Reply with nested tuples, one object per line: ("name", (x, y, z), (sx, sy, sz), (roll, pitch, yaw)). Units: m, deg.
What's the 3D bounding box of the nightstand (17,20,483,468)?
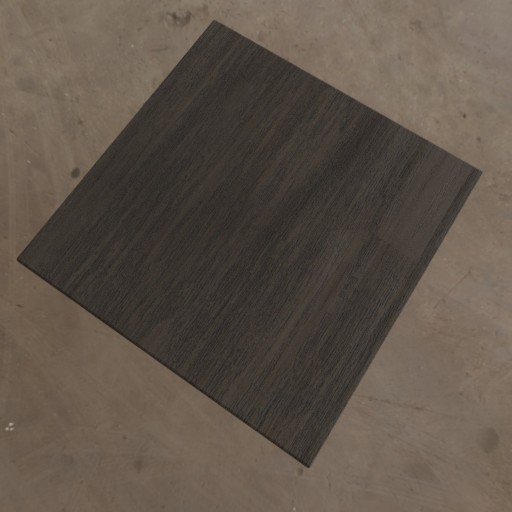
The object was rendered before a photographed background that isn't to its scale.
("nightstand", (0.000, 0.000, 0.897), (0.503, 0.497, 0.502), (33, 78, 8))
